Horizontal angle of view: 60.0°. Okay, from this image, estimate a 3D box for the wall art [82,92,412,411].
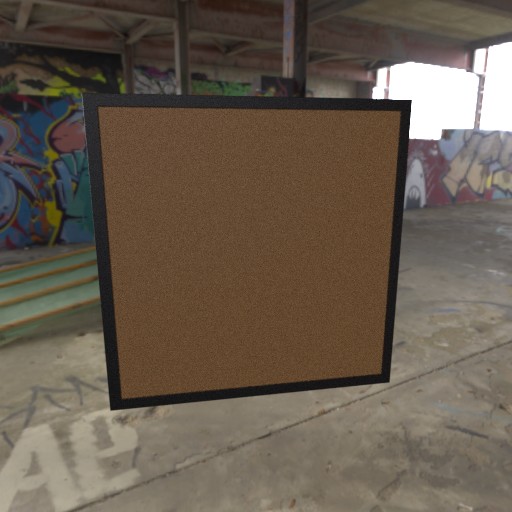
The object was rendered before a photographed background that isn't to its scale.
[{"bbox_3d":[0.000,0.000,0.748,0.506,0.506,0.037,-3,14,-10],"label":"wall art"}]
